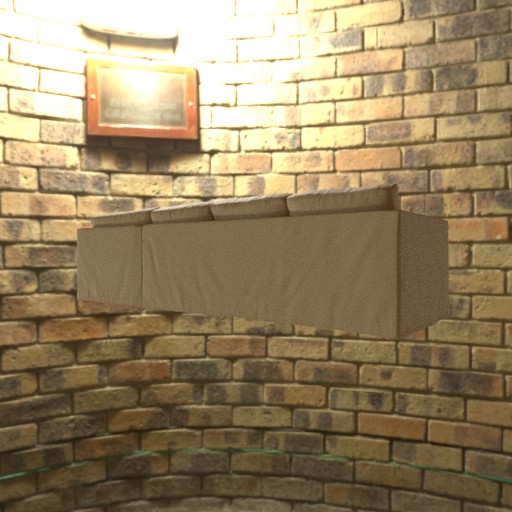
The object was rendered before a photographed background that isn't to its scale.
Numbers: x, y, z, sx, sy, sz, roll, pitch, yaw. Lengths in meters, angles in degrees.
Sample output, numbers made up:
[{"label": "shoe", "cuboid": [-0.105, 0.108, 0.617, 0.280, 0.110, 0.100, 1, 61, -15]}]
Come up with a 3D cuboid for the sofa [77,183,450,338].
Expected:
[{"label": "sofa", "cuboid": [0.000, 0.000, 3.937, 3.206, 0.871, 1.622, 0, 1, 38]}]
